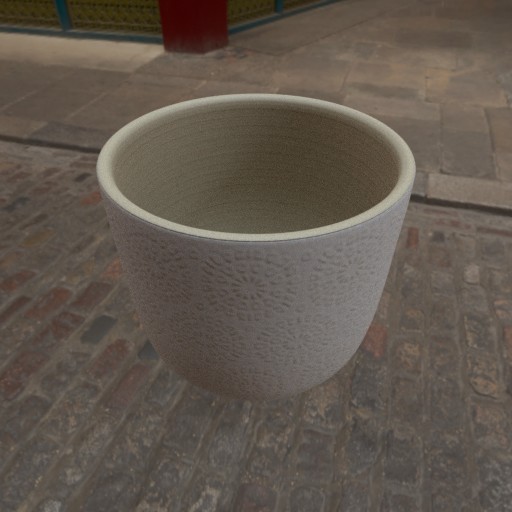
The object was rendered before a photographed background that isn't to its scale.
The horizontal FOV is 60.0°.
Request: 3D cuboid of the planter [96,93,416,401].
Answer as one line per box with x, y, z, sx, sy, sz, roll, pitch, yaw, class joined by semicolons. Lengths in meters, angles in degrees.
0.000;0.000;0.358;0.208;0.190;0.208;0;39;0;planter
